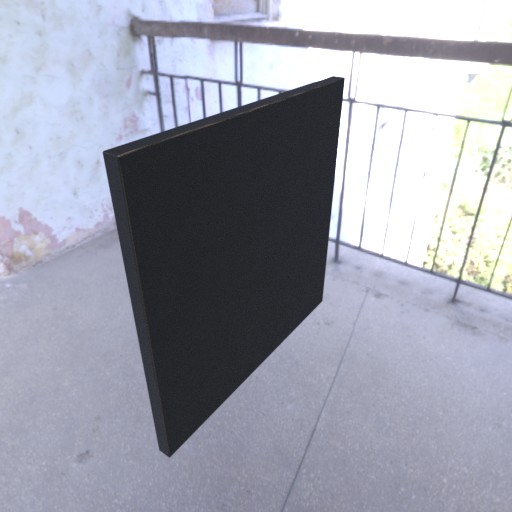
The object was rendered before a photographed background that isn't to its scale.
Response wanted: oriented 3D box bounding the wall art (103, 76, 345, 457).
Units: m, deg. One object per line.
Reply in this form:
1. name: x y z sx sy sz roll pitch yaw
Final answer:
1. wall art: 0.000 0.000 0.456 0.015 0.303 0.304 21 38 30
